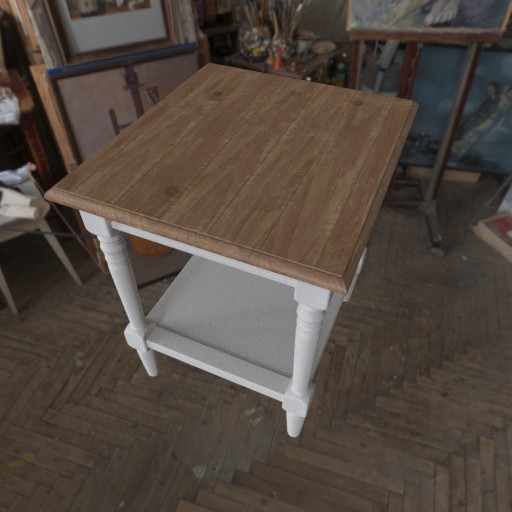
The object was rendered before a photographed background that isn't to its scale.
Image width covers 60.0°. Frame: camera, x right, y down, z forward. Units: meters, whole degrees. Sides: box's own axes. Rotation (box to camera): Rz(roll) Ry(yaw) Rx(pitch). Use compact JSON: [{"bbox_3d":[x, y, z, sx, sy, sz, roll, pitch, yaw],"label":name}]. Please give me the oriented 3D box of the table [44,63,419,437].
[{"bbox_3d":[0.000,0.000,0.940,0.457,0.561,0.508,17,48,16],"label":"table"}]
